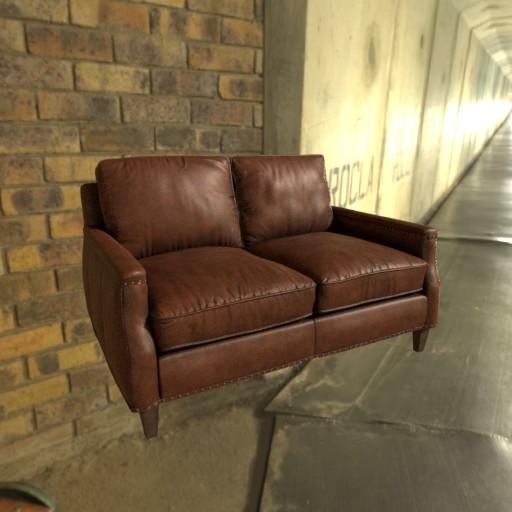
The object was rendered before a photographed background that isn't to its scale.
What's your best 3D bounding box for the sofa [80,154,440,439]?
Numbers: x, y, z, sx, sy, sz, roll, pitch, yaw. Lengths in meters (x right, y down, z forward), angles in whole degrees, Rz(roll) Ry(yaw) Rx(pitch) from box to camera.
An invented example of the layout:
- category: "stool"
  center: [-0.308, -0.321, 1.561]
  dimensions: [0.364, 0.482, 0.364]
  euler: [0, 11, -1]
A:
- category: "sofa"
  center: [0.000, 0.000, 2.290]
  dimensions: [1.628, 1.003, 1.083]
  euler: [-8, 17, -28]
